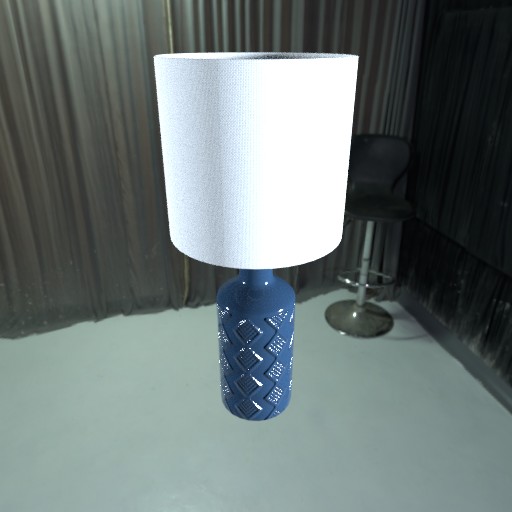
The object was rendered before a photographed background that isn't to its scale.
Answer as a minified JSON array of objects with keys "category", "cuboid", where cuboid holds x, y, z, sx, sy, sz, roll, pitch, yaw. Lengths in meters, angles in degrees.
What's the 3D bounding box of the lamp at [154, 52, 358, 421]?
[{"category":"lamp","cuboid":[0.000,0.000,0.558,0.207,0.461,0.207,-8,27,-16]}]
